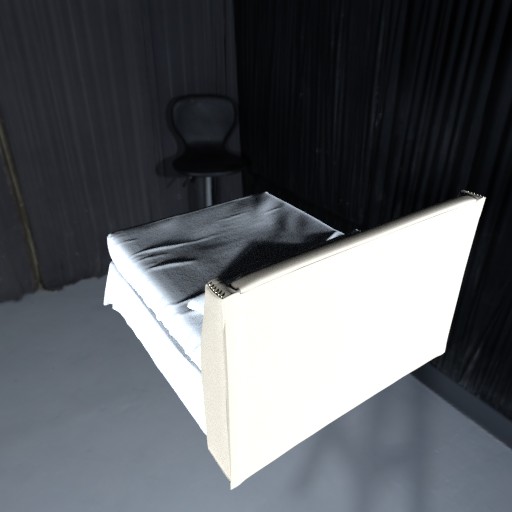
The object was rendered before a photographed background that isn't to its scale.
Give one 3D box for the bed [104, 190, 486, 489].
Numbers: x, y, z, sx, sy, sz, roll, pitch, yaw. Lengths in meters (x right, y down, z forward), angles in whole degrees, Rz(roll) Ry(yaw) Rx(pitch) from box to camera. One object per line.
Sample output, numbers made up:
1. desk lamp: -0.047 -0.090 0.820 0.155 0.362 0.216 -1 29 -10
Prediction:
1. bed: 0.000 0.000 3.377 1.925 1.332 2.276 -19 35 -29
